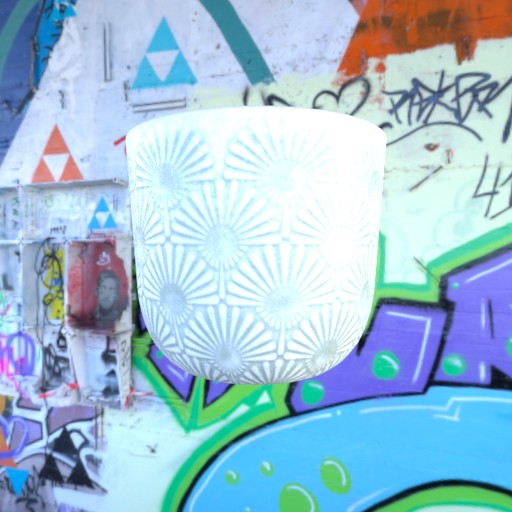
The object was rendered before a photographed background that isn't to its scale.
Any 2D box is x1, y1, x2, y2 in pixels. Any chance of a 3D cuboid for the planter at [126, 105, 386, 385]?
[{"bbox_3d":[0.000,0.000,0.302,0.170,0.152,0.170,0,1,0],"label":"planter"}]
